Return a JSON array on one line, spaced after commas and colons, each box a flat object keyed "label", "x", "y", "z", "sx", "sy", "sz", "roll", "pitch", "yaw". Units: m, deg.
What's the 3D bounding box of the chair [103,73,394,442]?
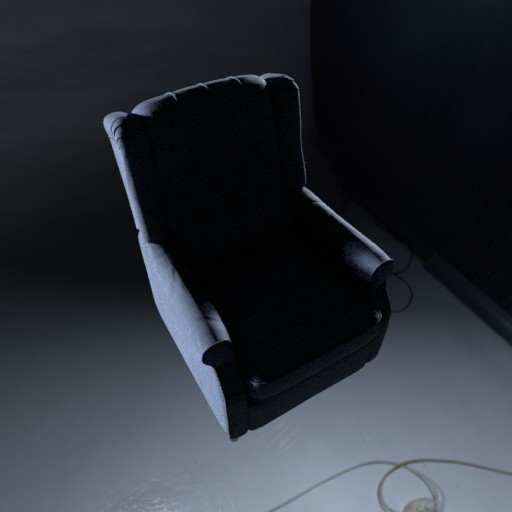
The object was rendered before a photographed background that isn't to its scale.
[{"label": "chair", "x": 0.000, "y": 0.000, "z": 1.638, "sx": 0.742, "sy": 1.035, "sz": 0.898, "roll": -23, "pitch": 50, "yaw": -21}]
